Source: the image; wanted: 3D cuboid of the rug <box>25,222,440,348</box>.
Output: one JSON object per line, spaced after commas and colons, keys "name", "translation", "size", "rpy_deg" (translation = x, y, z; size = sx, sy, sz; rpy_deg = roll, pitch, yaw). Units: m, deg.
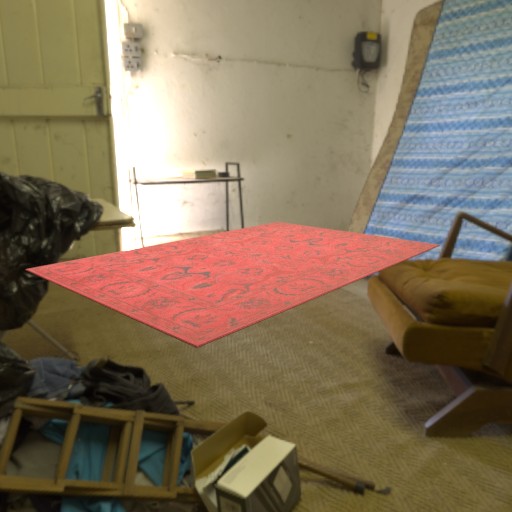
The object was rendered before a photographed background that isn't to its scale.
{"name": "rug", "translation": [0.000, 0.000, 2.287], "size": [1.209, 0.008, 1.814], "rpy_deg": [12, 18, 41]}
